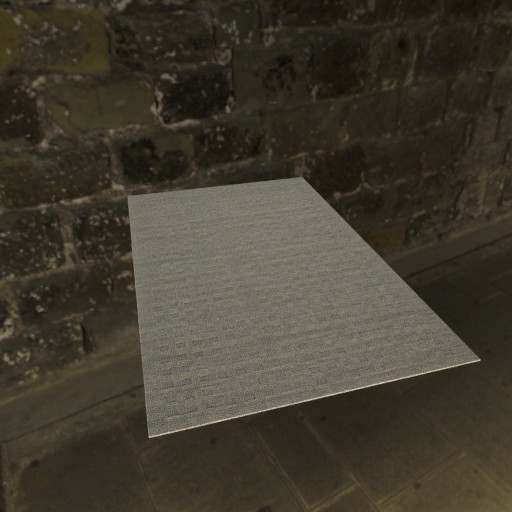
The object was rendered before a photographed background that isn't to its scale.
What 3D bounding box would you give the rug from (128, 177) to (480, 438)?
[{"bbox_3d":[0.000,0.000,2.138,1.142,0.006,1.752,-8,33,-13],"label":"rug"}]
